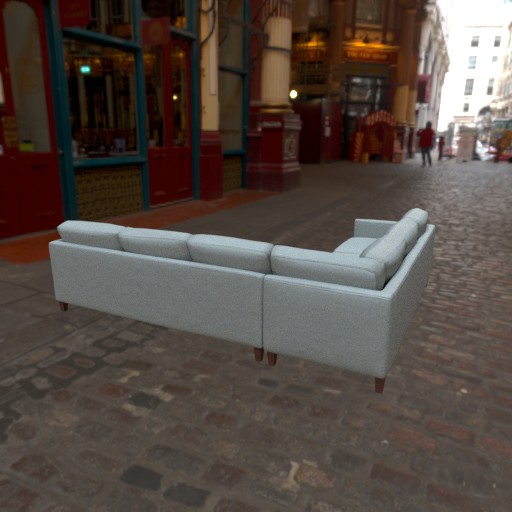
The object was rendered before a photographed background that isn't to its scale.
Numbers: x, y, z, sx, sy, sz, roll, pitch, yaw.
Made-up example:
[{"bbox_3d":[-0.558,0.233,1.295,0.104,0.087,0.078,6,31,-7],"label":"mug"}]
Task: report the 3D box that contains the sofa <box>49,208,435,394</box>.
[{"bbox_3d":[0.000,0.000,4.714,3.301,0.947,2.592,8,18,26],"label":"sofa"}]
